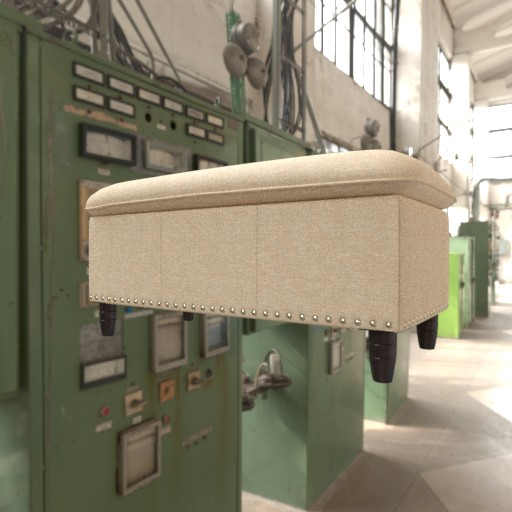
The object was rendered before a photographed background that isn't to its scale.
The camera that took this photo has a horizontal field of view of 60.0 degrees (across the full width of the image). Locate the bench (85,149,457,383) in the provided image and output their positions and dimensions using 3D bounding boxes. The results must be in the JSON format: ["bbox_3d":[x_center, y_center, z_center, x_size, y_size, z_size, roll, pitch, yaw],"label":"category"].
[{"bbox_3d":[0.000,0.000,1.249,0.991,0.483,0.483,0,1,34],"label":"bench"}]
